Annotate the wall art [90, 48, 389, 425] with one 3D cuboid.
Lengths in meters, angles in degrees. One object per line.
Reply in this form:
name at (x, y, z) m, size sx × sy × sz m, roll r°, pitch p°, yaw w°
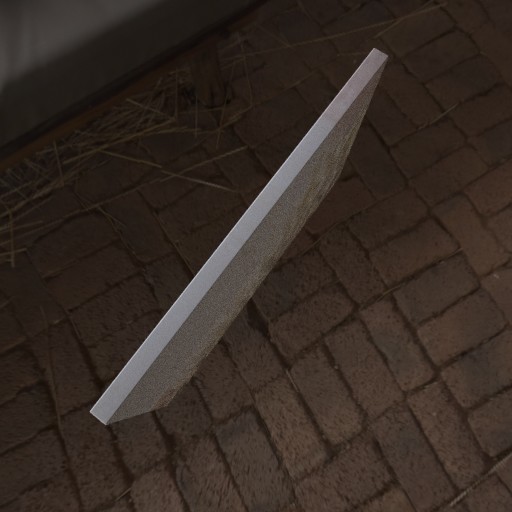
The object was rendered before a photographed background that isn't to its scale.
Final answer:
wall art at (0.000, 0.000, 1.145) m, size 0.040 × 0.608 × 0.916 m, roll 35°, pitch 77°, yaw 9°
